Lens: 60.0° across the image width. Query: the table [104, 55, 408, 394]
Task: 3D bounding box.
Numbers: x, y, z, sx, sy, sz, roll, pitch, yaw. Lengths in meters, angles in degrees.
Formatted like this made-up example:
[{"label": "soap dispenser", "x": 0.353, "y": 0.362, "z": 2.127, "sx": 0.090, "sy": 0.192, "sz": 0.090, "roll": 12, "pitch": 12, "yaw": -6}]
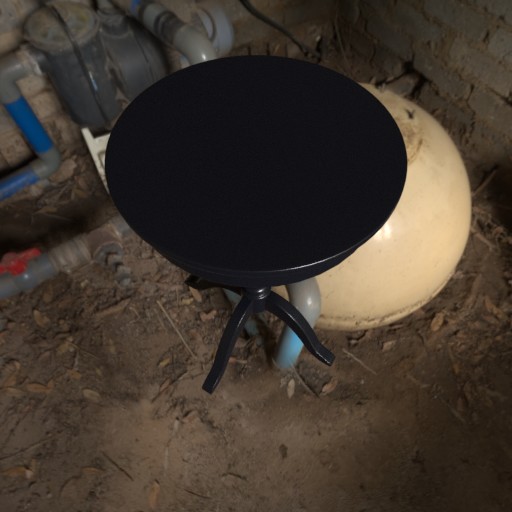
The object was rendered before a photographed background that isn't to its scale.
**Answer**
[{"label": "table", "x": 0.000, "y": 0.000, "z": 0.985, "sx": 0.481, "sy": 0.665, "sz": 0.481, "roll": 0, "pitch": 57, "yaw": 0}]
